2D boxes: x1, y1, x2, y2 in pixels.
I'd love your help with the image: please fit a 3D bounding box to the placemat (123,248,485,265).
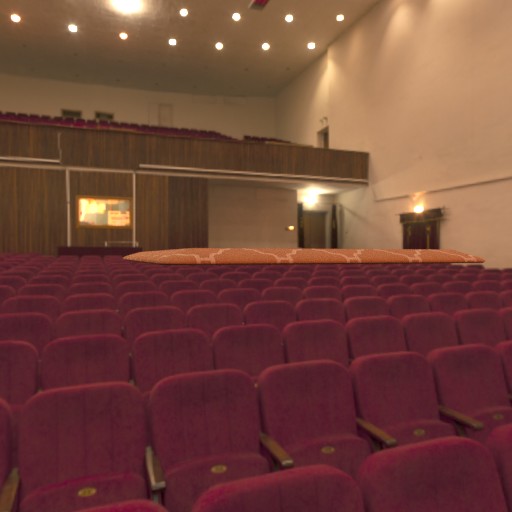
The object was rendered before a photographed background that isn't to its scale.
[{"bbox_3d":[0.000,0.000,0.950,0.508,0.021,0.762,0,0,-20],"label":"placemat"}]
